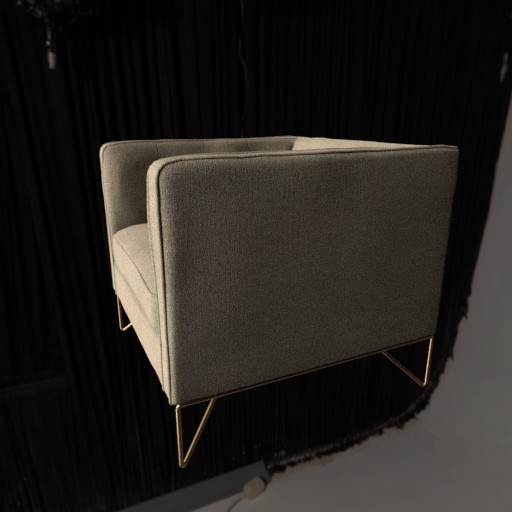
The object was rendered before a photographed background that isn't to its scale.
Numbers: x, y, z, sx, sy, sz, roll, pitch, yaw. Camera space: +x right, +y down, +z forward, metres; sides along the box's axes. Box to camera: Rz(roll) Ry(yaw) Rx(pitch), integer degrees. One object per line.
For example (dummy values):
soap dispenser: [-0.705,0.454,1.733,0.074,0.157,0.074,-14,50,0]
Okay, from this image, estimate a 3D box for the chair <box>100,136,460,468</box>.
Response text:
chair: [0.000,0.000,1.593,0.912,0.799,0.920,-8,19,-25]
